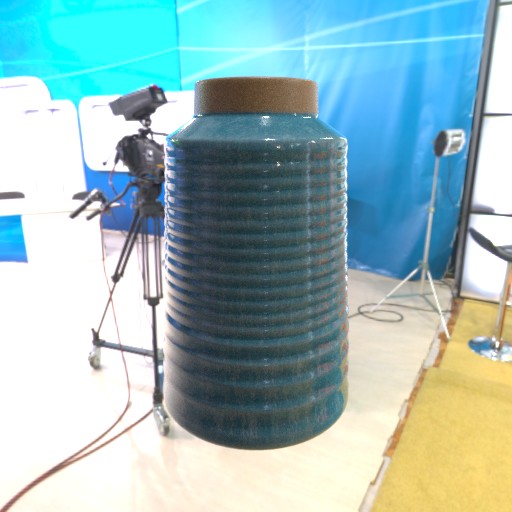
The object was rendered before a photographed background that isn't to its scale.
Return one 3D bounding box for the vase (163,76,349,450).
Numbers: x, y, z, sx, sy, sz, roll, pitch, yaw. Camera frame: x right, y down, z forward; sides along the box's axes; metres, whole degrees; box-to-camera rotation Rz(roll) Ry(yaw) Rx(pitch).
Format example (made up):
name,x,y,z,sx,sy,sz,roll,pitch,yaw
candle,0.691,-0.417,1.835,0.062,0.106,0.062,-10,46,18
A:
name,x,y,z,sx,sy,sz,roll,pitch,yaw
vase,0.000,0.000,0.365,0.163,0.267,0.163,0,16,0
